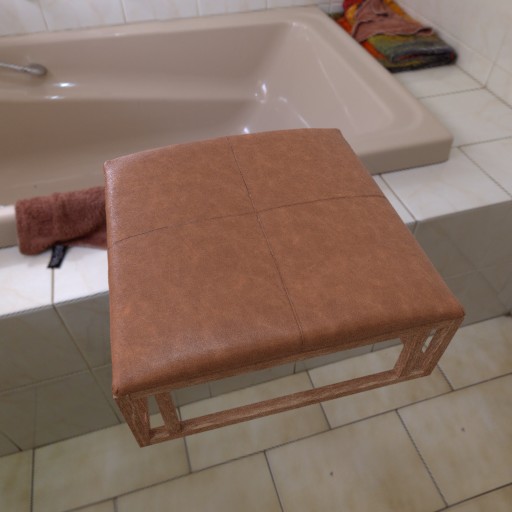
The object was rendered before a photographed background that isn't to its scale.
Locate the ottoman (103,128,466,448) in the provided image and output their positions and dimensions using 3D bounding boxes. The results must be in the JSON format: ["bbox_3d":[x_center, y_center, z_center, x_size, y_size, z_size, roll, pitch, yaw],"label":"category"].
[{"bbox_3d":[0.000,0.000,1.643,1.013,0.442,1.016,-11,48,-10],"label":"ottoman"}]
